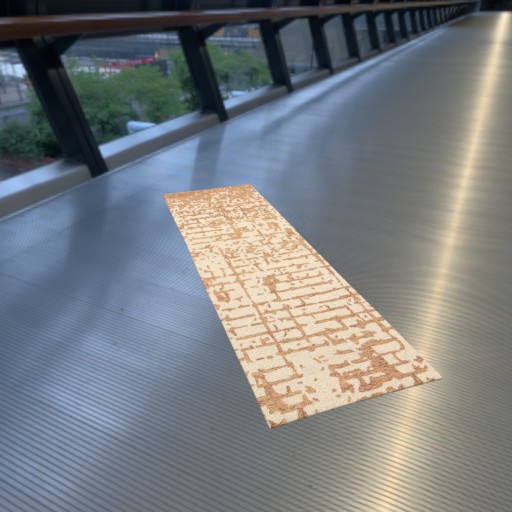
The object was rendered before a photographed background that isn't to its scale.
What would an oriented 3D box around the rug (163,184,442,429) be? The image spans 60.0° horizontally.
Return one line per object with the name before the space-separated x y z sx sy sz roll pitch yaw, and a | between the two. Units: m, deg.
rug | 0.000 0.000 2.690 0.750 0.011 2.435 -10 30 -17
